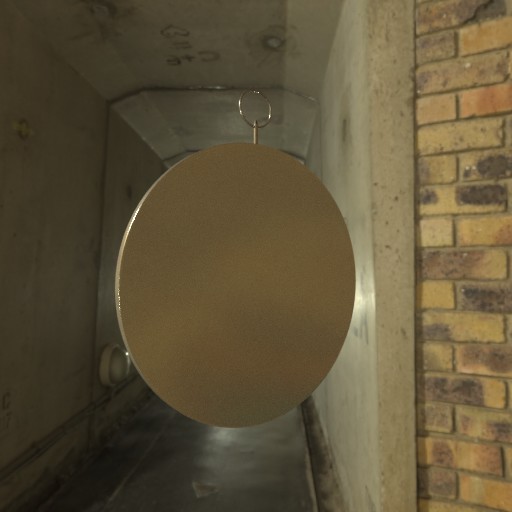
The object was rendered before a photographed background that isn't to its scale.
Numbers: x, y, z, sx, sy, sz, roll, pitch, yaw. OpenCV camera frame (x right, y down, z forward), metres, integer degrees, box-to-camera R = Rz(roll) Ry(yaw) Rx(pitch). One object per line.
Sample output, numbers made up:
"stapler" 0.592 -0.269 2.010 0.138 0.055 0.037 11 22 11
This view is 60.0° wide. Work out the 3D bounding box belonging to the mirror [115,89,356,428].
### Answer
"mirror" 0.000 0.000 0.946 0.594 0.713 0.020 0 -1 -35
